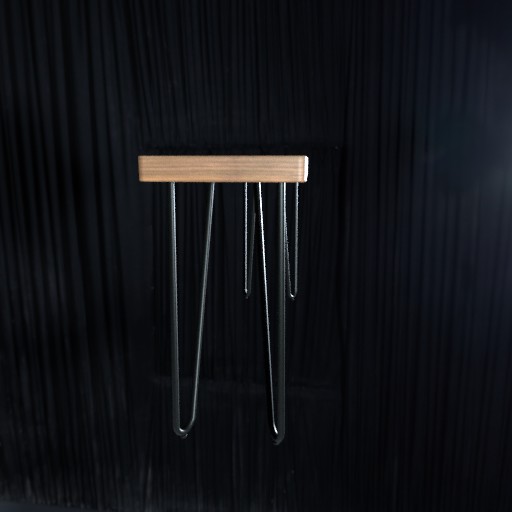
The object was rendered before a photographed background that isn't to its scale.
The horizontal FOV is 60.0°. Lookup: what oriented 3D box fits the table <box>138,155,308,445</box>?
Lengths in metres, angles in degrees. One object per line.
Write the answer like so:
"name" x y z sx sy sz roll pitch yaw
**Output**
"table" 0.000 0.000 1.921 0.425 0.834 1.570 1 12 6
